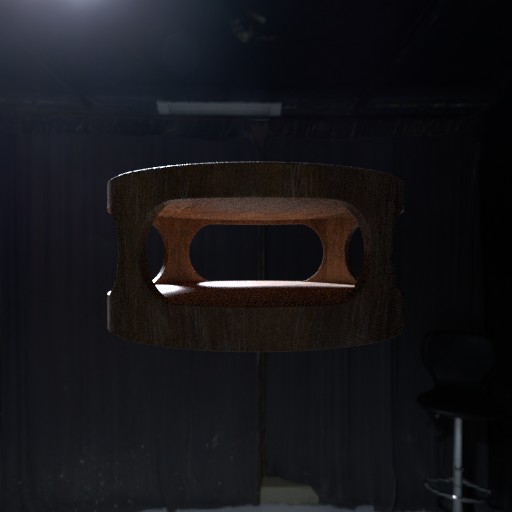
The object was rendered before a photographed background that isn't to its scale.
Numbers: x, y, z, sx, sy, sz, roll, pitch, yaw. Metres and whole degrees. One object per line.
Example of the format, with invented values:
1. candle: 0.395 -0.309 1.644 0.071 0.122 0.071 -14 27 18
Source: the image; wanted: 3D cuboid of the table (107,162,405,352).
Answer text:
1. table: 0.000 0.000 1.534 0.974 0.450 0.974 0 0 0
